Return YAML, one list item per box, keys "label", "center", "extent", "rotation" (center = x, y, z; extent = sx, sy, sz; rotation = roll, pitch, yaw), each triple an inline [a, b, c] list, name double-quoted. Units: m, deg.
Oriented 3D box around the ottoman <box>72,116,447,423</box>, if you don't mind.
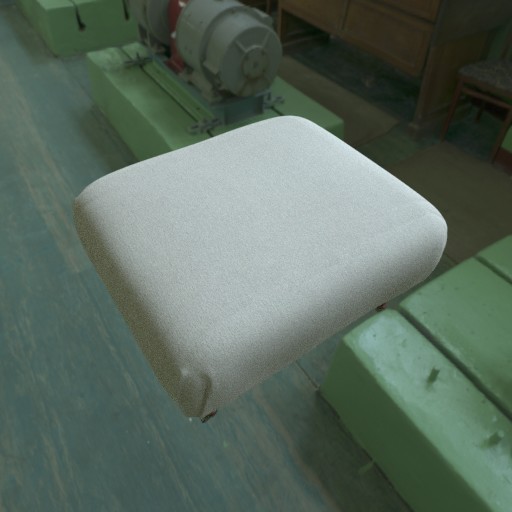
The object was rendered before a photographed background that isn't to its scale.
- label: "ottoman"
  center: [0.000, 0.000, 1.163]
  extent: [0.746, 0.450, 0.639]
  rotation: [-26, 52, -23]
